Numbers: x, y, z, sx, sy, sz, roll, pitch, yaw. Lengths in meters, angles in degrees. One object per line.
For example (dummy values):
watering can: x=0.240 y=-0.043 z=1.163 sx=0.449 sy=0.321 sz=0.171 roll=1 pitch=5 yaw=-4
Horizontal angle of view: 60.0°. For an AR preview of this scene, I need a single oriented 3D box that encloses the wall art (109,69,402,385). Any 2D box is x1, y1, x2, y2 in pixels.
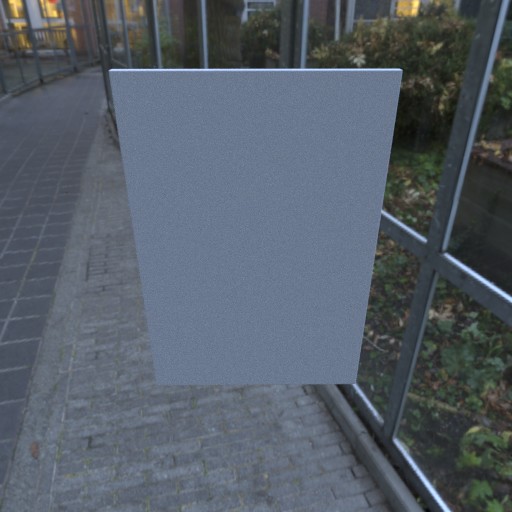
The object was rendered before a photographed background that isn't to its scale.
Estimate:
wall art: x=0.000 y=0.000 z=0.617 sx=0.329 sy=0.482 sz=0.011 roll=0 pitch=29 yaw=-1
